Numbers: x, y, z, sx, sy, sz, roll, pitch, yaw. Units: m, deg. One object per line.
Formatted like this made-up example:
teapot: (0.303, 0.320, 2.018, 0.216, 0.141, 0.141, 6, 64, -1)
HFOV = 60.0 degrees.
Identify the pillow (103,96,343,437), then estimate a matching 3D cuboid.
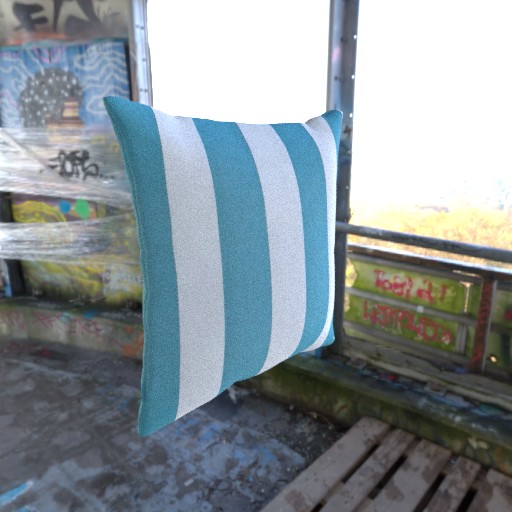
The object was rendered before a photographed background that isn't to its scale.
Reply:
pillow: (0.000, 0.000, 0.809, 0.189, 0.526, 0.536, 14, 21, 42)
